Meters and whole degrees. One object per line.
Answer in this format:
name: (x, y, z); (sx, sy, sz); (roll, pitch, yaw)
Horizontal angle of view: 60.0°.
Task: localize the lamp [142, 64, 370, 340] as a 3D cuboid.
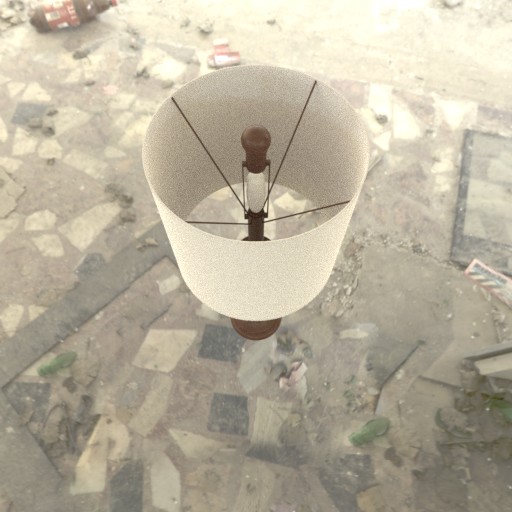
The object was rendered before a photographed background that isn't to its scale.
lamp: (0.000, 0.000, 0.736); (0.250, 0.597, 0.250); (33, 68, 15)
